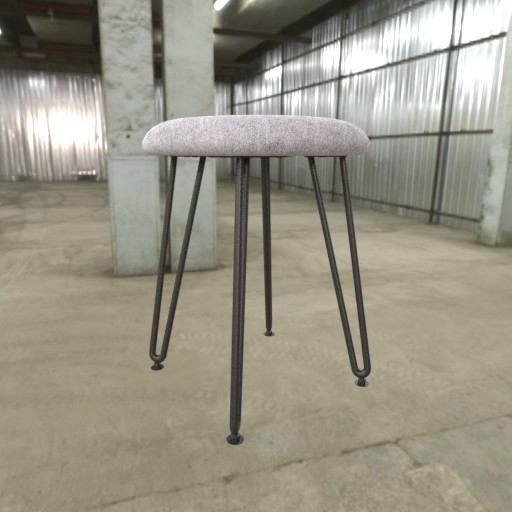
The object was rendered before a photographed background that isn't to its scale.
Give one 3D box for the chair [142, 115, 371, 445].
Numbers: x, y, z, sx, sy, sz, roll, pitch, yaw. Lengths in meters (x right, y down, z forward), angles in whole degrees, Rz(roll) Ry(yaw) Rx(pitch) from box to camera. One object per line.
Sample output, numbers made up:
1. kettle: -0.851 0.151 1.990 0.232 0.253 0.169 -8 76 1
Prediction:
1. chair: 0.000 0.000 0.655 0.350 0.386 0.350 2 13 9
